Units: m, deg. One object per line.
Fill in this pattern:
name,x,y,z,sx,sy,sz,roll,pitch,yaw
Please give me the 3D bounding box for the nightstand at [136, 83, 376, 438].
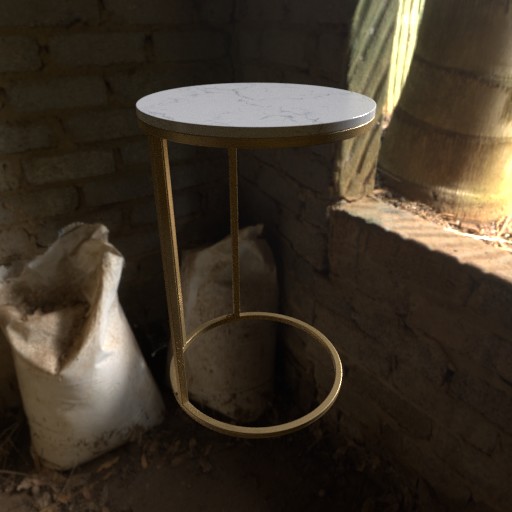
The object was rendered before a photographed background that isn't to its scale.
nightstand,0.000,0.000,0.905,0.400,0.610,0.400,9,30,16
